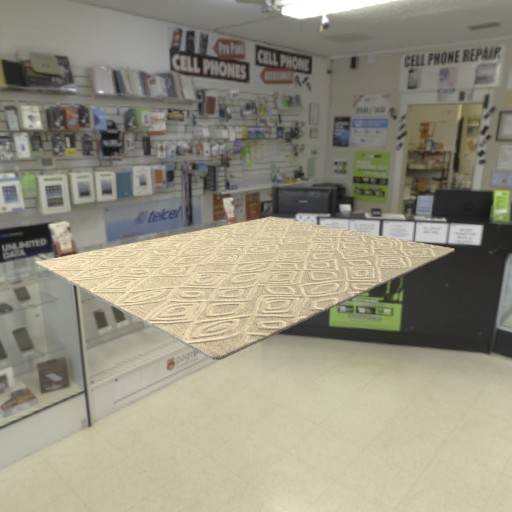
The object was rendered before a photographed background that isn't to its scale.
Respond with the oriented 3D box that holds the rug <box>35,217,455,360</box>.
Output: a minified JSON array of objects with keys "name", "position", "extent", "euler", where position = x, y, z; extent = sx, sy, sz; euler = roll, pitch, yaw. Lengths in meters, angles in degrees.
[{"name":"rug","position":[0.000,0.000,4.085],"extent":[2.449,0.025,3.049],"euler":[15,21,43]}]
